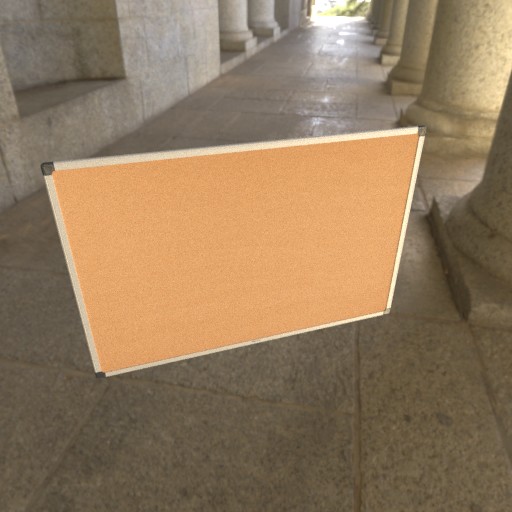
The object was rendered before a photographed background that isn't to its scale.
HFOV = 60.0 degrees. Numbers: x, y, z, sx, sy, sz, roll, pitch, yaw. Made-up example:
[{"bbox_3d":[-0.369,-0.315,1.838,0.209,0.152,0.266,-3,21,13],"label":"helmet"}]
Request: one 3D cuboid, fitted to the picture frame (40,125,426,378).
[{"bbox_3d":[0.000,0.000,1.151,0.900,0.600,0.010,-10,33,-15],"label":"picture frame"}]
